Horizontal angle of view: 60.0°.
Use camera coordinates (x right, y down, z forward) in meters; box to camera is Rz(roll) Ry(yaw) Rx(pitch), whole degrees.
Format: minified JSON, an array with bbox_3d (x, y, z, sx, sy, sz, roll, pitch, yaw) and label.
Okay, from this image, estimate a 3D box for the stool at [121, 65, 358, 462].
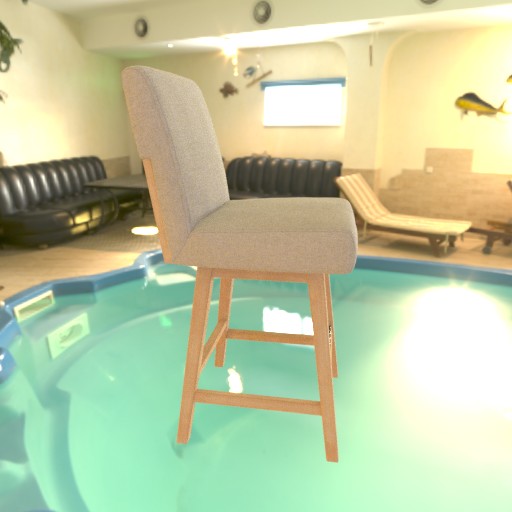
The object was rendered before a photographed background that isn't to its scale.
[{"bbox_3d":[0.000,0.000,1.399,0.606,1.085,0.507,3,17,9],"label":"stool"}]
